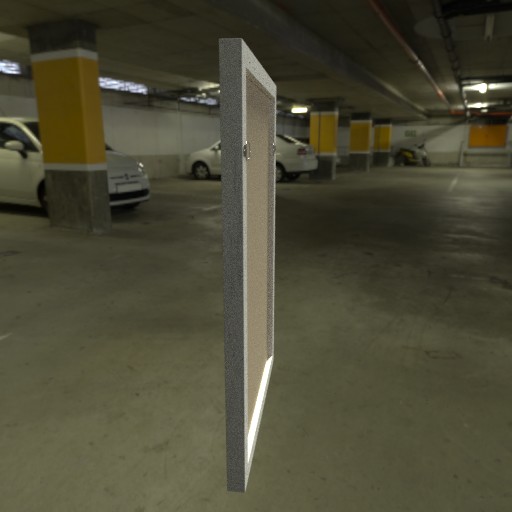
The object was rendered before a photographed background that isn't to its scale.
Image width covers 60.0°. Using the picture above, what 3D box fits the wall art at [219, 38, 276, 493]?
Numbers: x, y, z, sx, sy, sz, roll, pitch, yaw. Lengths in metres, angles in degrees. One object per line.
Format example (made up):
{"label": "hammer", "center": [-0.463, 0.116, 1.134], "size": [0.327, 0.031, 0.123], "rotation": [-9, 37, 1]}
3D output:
{"label": "wall art", "center": [0.000, 0.000, 1.162], "size": [0.043, 0.914, 0.624], "rotation": [2, 14, 8]}
